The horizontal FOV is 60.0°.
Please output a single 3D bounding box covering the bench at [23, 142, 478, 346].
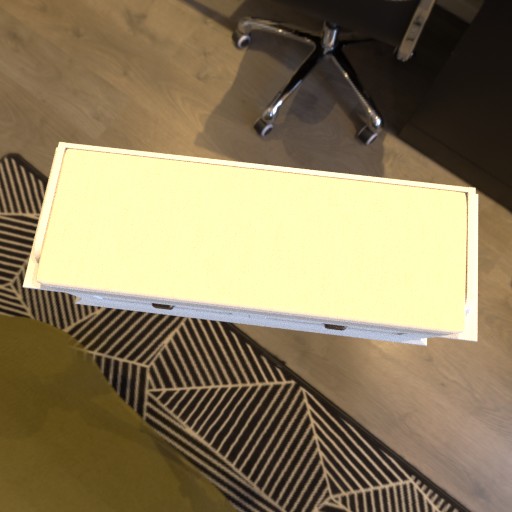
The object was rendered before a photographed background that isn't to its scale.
[{"bbox_3d":[0.000,0.000,1.380,1.185,0.486,0.402,7,77,2],"label":"bench"}]
